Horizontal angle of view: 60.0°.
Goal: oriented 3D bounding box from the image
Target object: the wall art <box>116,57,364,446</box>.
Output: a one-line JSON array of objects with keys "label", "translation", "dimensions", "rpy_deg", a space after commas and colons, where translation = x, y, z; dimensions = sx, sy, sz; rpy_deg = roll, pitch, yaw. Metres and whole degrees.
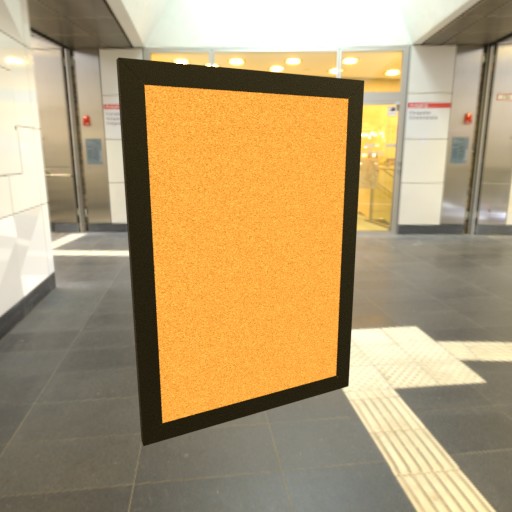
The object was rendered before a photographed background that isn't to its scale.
[{"label": "wall art", "translation": [0.000, 0.000, 0.588], "dimensions": [0.326, 0.459, 0.011], "rpy_deg": [-7, 15, -26]}]
